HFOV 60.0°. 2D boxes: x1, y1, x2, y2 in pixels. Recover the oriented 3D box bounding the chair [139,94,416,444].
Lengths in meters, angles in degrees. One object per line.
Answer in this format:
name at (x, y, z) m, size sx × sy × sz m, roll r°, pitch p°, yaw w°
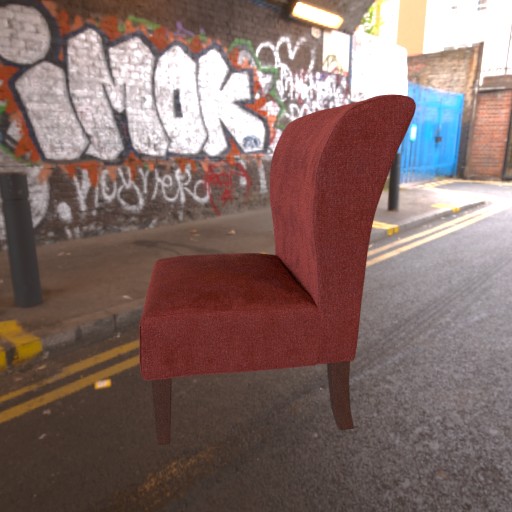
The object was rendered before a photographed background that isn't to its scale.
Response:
chair at (0.000, 0.000, 1.271) m, size 0.640 × 0.846 × 0.538 m, roll -2°, pitch 14°, yaw -8°
